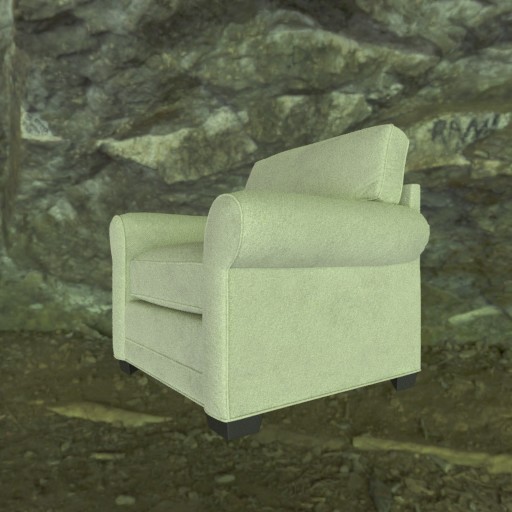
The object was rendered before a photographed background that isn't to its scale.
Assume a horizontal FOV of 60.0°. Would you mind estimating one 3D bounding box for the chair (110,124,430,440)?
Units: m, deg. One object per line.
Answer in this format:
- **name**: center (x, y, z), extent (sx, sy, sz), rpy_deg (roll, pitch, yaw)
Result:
- **chair**: center (0.000, 0.000, 1.886), extent (0.939, 1.044, 1.147), rpy_deg (0, 1, -35)
